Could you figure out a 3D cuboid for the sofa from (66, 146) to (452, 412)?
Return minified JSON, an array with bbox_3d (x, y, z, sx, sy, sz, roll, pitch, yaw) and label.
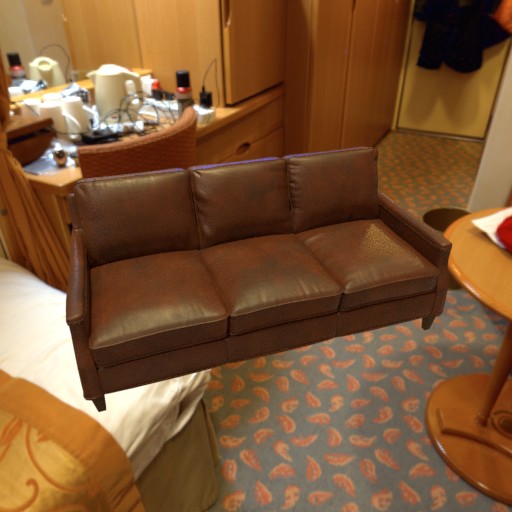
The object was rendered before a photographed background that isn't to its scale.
[{"bbox_3d":[0.000,0.000,2.831,2.240,1.003,1.084,-10,34,-15],"label":"sofa"}]
